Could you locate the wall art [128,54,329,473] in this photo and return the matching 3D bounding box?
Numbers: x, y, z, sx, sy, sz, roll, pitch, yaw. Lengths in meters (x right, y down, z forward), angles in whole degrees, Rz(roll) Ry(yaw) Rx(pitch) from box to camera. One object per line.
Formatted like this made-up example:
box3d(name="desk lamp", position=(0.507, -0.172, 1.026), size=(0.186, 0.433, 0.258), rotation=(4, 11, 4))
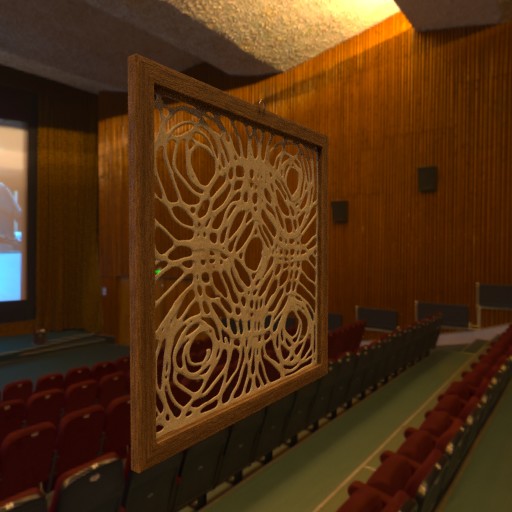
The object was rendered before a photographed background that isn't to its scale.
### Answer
box3d(name="wall art", position=(0.000, 0.000, 0.822), size=(0.021, 0.576, 0.561), rotation=(1, 2, 36))
